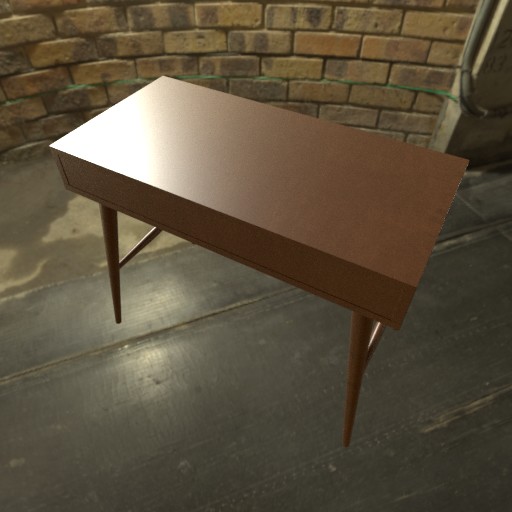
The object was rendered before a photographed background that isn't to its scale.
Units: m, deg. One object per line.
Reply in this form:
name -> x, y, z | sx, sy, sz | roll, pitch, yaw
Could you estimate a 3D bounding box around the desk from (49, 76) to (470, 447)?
desk -> 0.000, 0.000, 1.390 | 0.949, 0.758, 0.510 | 22, 50, 20
